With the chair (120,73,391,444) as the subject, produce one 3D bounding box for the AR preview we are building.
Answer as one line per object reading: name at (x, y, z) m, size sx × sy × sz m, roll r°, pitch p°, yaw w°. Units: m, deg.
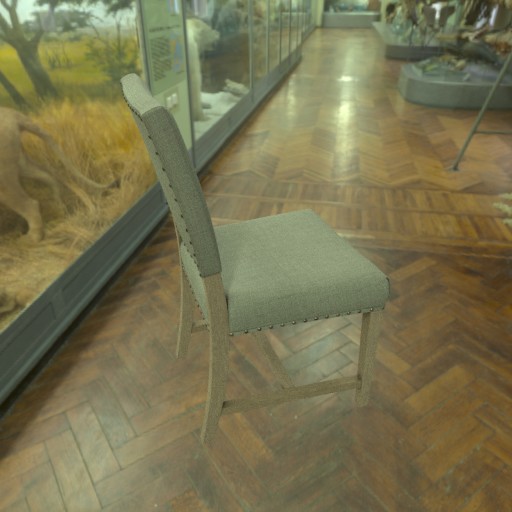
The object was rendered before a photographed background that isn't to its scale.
chair at (0.000, 0.000, 1.321) m, size 0.622 × 0.986 × 0.508 m, roll -10°, pitch 32°, yaw -17°
